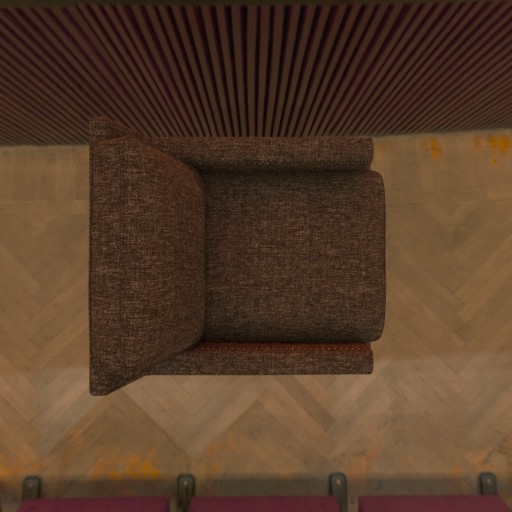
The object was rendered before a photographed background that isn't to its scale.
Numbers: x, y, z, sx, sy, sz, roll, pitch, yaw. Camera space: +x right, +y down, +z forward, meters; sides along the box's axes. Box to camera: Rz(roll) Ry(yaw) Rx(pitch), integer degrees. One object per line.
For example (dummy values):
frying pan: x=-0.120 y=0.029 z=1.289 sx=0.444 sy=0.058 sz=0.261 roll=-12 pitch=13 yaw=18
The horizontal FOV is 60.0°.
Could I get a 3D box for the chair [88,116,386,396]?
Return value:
chair: x=0.000 y=0.000 z=1.665 sx=1.014 sy=0.943 sz=0.853 roll=0 pitch=90 yaw=0
